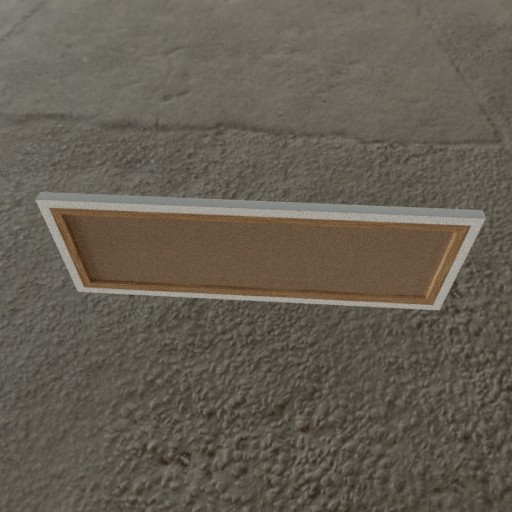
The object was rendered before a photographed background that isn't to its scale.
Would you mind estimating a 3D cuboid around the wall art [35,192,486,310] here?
[{"bbox_3d":[0.000,0.000,1.690,1.520,0.507,0.044,3,47,3],"label":"wall art"}]
